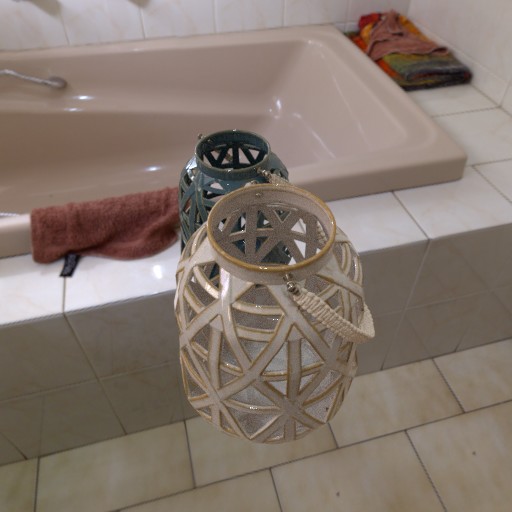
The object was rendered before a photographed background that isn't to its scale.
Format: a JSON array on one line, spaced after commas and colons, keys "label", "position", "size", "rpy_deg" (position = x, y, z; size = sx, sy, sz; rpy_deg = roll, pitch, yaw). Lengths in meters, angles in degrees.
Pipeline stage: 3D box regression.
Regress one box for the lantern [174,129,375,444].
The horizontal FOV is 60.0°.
[{"label": "lantern", "position": [0.000, 0.000, 0.610], "size": [0.245, 0.307, 0.439], "rpy_deg": [-9, 46, -9]}]
